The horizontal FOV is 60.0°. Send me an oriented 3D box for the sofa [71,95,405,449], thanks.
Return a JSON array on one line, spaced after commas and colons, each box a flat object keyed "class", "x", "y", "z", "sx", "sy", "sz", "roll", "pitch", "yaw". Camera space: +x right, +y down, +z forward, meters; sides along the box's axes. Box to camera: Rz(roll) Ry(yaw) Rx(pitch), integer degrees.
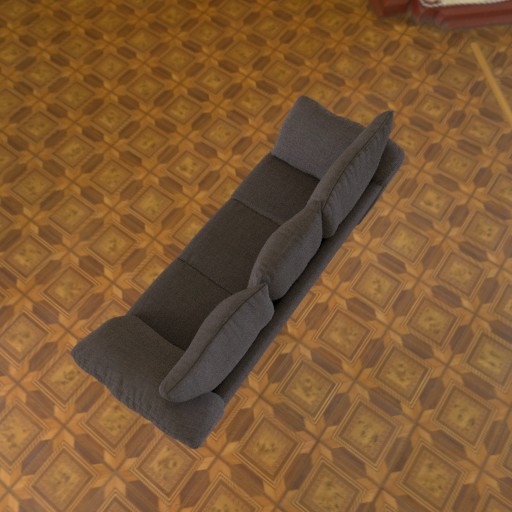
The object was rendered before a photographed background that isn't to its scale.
[{"class": "sofa", "x": 0.000, "y": 0.000, "z": 2.878, "sx": 0.883, "sy": 1.080, "sz": 2.336, "roll": 33, "pitch": 69, "yaw": 15}]
